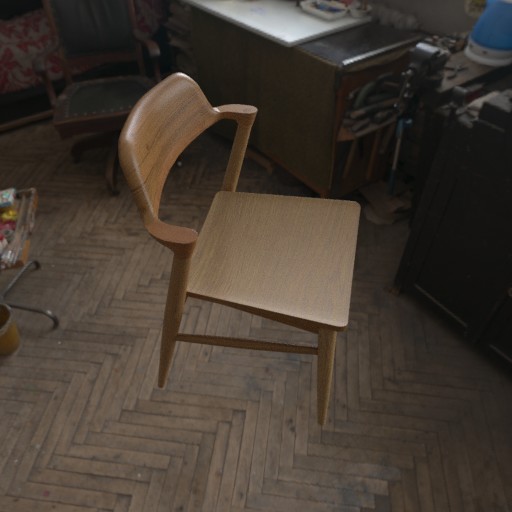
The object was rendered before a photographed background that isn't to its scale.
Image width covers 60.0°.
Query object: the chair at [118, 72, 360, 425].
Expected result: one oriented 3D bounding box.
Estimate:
[{"bbox_3d":[0.000,0.000,1.140,0.499,0.792,0.512,10,47,9],"label":"chair"}]
